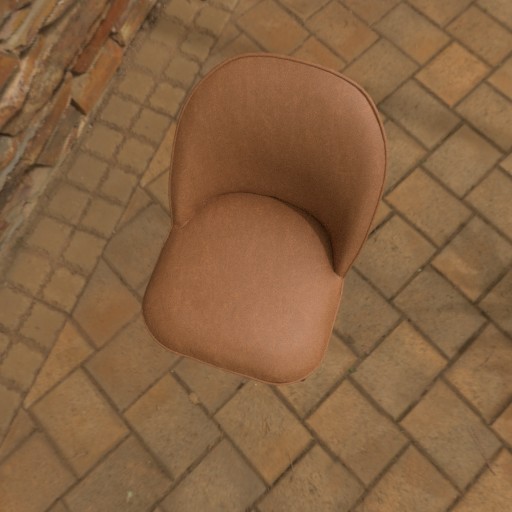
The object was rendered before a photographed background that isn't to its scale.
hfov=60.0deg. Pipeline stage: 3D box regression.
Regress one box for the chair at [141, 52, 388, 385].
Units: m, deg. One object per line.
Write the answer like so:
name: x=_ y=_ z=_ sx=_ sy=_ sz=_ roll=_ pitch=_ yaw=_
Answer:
chair: x=0.000 y=0.000 z=1.216 sx=0.521 sy=0.831 sz=0.631 roll=17 pitch=75 yaw=5
